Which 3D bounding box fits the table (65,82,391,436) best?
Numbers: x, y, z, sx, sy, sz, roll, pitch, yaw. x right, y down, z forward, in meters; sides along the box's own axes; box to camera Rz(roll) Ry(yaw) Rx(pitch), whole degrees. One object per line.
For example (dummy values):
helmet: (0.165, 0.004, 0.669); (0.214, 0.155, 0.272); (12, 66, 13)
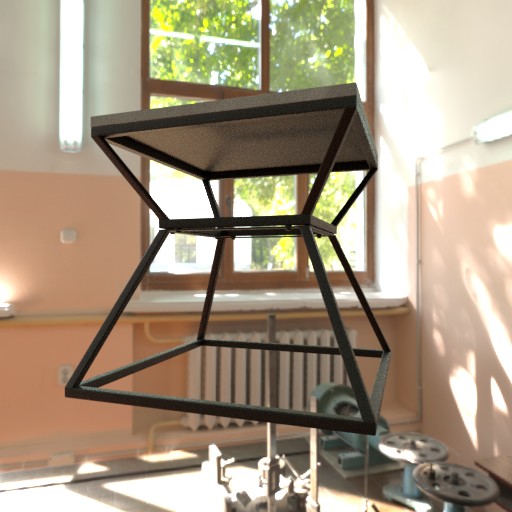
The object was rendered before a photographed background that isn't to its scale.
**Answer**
table: (0.000, 0.000, 0.811); (0.455, 0.431, 0.455); (0, -1, 19)
